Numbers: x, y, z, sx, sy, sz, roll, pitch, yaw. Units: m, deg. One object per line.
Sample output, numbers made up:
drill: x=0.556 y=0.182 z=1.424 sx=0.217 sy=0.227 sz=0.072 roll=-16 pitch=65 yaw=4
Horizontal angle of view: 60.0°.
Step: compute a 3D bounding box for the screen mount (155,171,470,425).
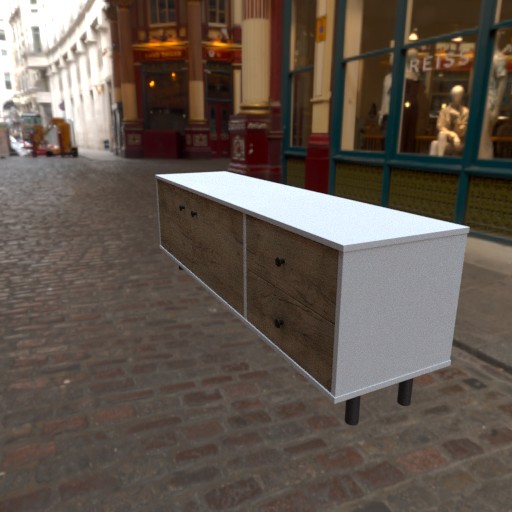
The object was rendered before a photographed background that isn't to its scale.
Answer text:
screen mount: x=0.000 y=0.000 z=1.803 sx=0.418 sy=0.520 sz=1.600 roll=-8 pitch=18 yaw=-26
